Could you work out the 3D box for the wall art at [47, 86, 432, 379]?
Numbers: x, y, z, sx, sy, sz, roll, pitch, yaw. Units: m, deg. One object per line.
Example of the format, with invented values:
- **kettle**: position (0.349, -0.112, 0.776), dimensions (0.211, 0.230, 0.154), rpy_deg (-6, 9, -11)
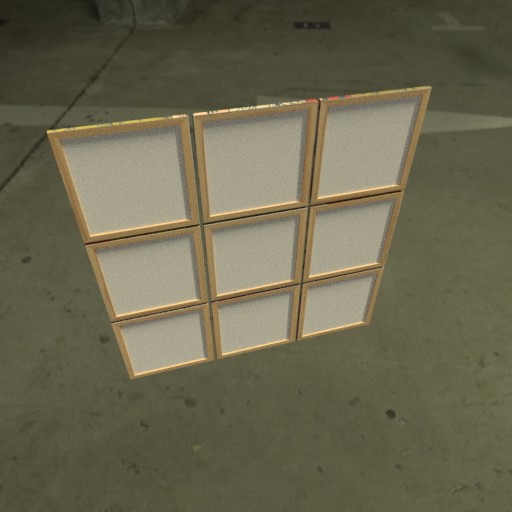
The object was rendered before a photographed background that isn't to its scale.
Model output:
- **wall art**: position (0.000, 0.000, 1.318), dimensions (0.904, 0.913, 0.013), rpy_deg (-11, 43, -12)
